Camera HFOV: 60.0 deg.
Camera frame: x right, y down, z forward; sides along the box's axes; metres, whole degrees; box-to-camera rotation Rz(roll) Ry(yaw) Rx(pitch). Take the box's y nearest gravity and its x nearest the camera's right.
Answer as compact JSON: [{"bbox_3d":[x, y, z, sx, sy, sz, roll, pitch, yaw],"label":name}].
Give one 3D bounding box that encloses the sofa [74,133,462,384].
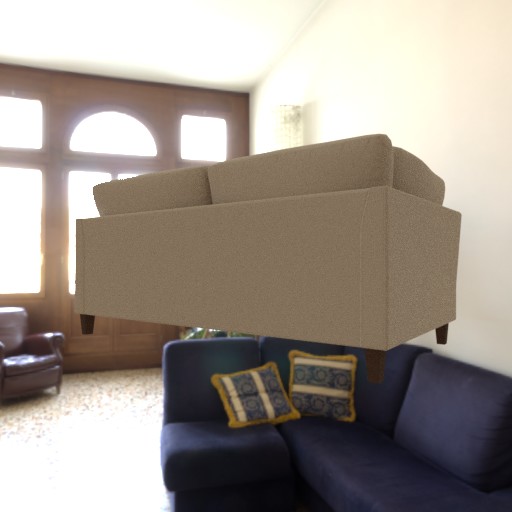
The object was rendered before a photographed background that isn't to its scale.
[{"bbox_3d":[0.000,0.000,2.269,1.776,0.836,0.970,-1,-1,36],"label":"sofa"}]
